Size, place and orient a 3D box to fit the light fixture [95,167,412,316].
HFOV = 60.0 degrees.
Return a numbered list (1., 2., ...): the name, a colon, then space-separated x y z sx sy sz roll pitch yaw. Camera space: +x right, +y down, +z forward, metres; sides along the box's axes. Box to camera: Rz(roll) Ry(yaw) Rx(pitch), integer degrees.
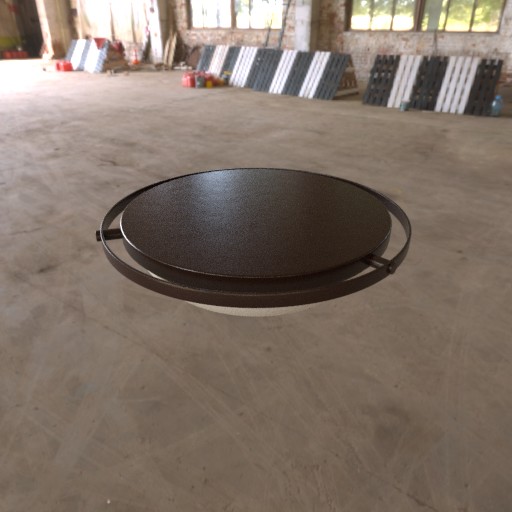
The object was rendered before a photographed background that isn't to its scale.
1. light fixture: 0.000 0.000 0.566 0.361 0.130 0.361 0 28 0
